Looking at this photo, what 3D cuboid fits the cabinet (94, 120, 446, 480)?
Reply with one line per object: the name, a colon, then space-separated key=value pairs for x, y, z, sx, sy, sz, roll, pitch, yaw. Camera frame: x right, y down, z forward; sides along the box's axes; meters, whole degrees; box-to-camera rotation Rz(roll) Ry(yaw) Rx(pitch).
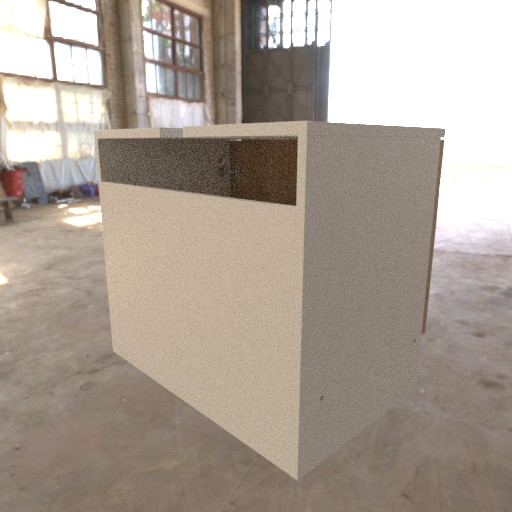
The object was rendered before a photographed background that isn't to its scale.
cabinet: x=0.000 y=0.000 z=0.950 sx=0.400 sy=0.522 sz=0.600 roll=-13 pitch=19 yaw=-42
